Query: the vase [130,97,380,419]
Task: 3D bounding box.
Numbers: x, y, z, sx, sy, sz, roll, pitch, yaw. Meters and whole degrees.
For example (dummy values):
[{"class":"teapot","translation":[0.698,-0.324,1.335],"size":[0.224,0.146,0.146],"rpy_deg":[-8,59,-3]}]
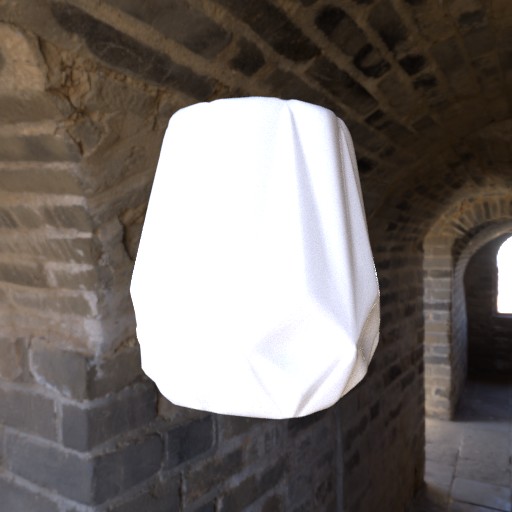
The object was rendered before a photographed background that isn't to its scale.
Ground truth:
[{"class":"vase","translation":[0.000,0.000,0.259],"size":[0.141,0.152,0.141],"rpy_deg":[0,-1,0]}]
